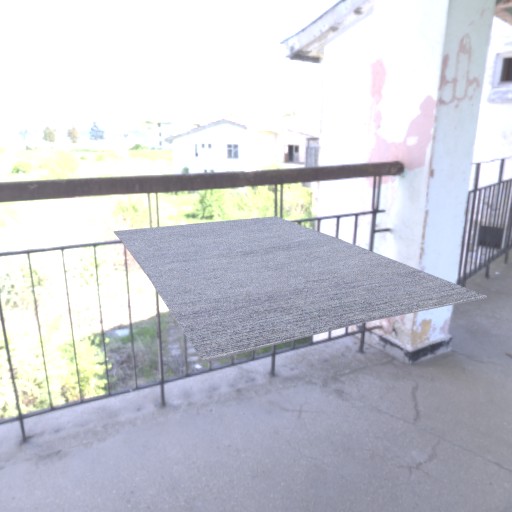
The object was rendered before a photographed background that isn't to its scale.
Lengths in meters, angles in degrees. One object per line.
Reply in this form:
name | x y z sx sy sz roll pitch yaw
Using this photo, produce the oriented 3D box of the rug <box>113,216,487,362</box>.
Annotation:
rug | 0.000 0.000 2.254 1.159 0.021 1.789 -7 18 -24
